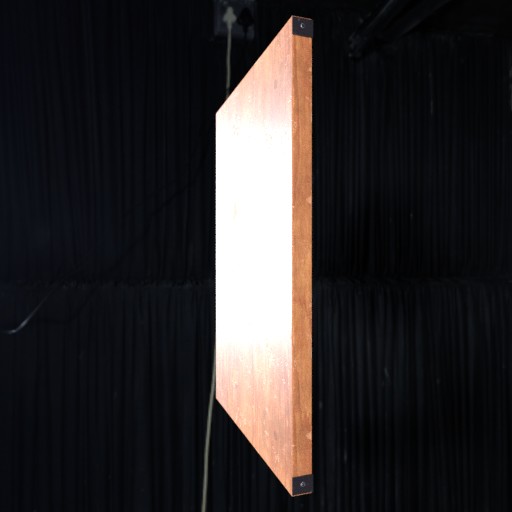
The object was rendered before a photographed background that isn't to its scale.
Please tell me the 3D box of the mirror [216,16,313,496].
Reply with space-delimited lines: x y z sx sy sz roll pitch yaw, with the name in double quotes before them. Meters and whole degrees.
"mirror" 0.000 0.000 0.951 0.053 0.761 0.517 0 0 -19
